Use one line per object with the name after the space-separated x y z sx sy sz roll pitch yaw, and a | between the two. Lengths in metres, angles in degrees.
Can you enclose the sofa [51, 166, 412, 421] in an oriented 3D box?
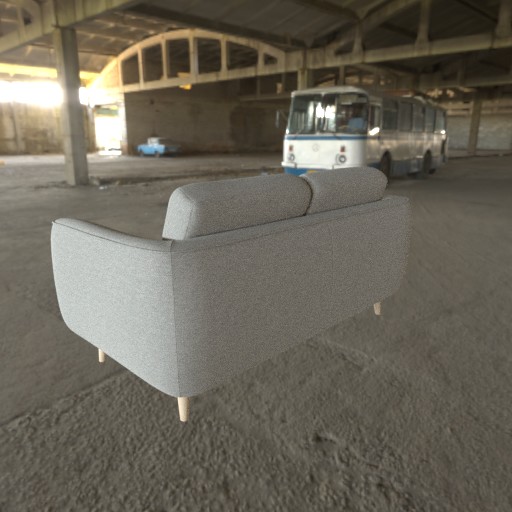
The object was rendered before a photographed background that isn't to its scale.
0.000 0.000 2.194 0.920 0.850 1.700 15 21 42 | sofa
